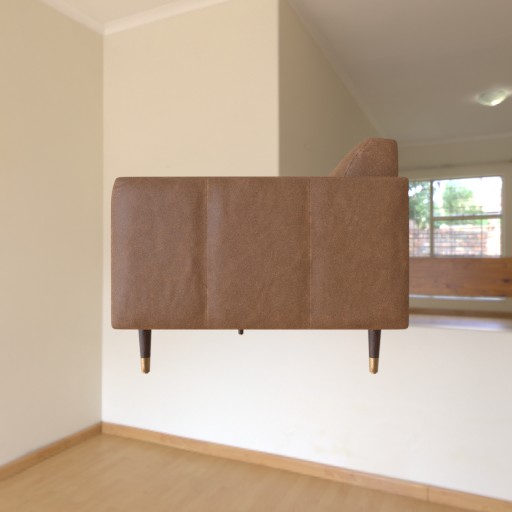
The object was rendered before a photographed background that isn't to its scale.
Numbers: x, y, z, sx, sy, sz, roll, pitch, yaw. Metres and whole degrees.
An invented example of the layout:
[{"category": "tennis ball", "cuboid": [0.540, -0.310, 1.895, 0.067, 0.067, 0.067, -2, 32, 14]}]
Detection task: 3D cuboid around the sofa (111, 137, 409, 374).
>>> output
[{"category": "sofa", "cuboid": [0.000, 0.000, 2.312, 0.993, 0.821, 1.847, 0, 0, 0]}]
